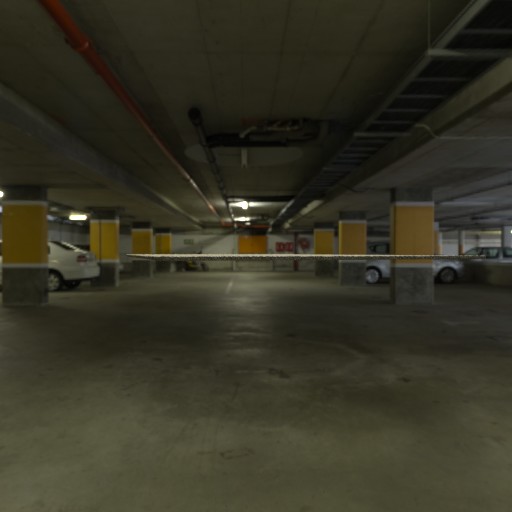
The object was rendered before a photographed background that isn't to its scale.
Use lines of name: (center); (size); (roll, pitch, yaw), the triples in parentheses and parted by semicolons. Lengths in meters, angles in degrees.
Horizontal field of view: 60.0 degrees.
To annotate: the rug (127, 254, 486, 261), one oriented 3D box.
rug: (0.000, 0.000, 2.338); (1.224, 0.016, 1.832); (0, 0, -19)
